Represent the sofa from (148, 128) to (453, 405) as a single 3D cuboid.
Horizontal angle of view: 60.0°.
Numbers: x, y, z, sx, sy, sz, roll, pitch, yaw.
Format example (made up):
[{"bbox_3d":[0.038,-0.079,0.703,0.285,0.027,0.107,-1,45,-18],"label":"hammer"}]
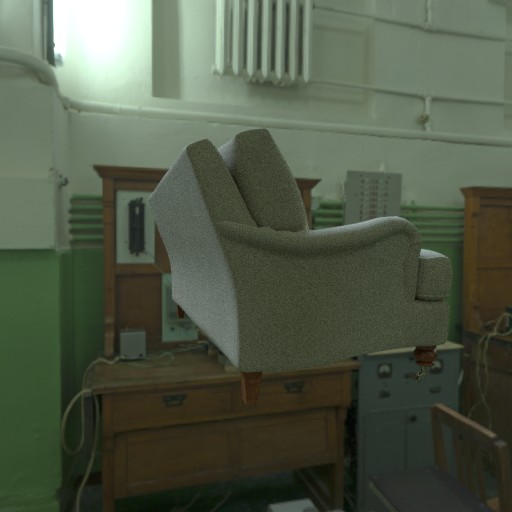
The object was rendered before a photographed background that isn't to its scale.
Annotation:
[{"bbox_3d":[0.000,0.000,2.571,1.091,0.997,2.070,-1,2,-17],"label":"sofa"}]
